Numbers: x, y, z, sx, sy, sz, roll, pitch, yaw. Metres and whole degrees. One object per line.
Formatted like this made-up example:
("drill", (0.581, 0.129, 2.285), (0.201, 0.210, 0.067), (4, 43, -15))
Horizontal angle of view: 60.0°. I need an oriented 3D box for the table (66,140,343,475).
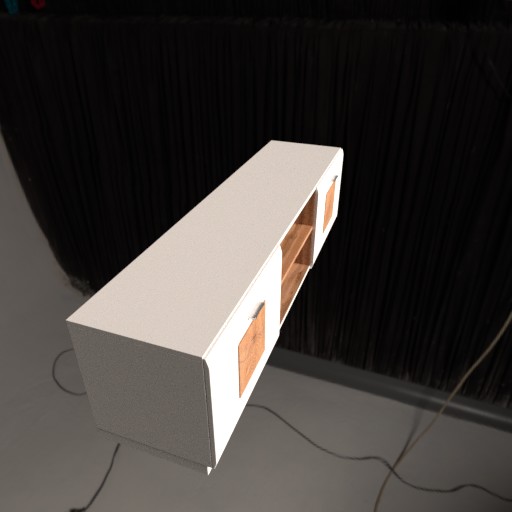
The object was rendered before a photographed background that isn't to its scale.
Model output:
("table", (0.000, 0.000, 1.737), (0.400, 0.440, 1.550), (11, 33, 17))
